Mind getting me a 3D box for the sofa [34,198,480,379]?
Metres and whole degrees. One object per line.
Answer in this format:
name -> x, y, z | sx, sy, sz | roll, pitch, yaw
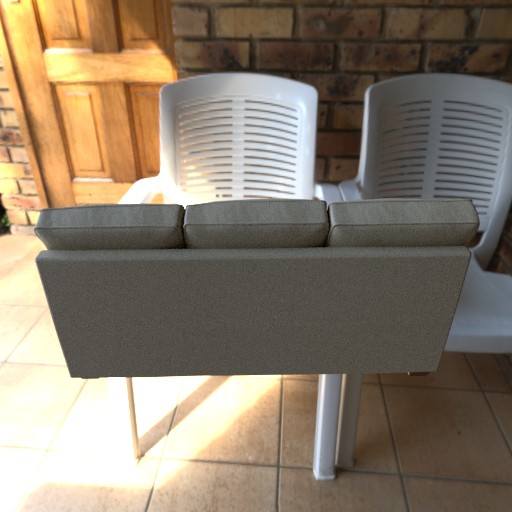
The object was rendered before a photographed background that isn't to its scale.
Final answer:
sofa -> 0.000, 0.000, 2.511 | 1.962, 0.973, 1.027 | -1, 30, -1
